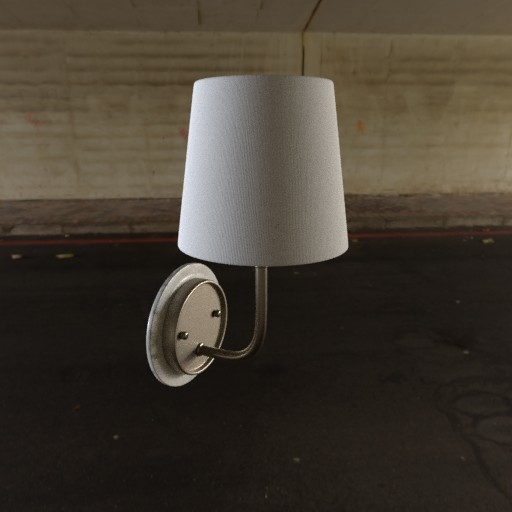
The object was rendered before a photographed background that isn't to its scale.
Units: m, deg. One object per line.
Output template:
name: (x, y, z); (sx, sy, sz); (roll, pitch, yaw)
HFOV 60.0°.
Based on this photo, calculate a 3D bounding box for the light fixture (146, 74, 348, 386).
light fixture: (0.000, 0.000, 0.462); (0.188, 0.337, 0.168); (8, 17, 26)
